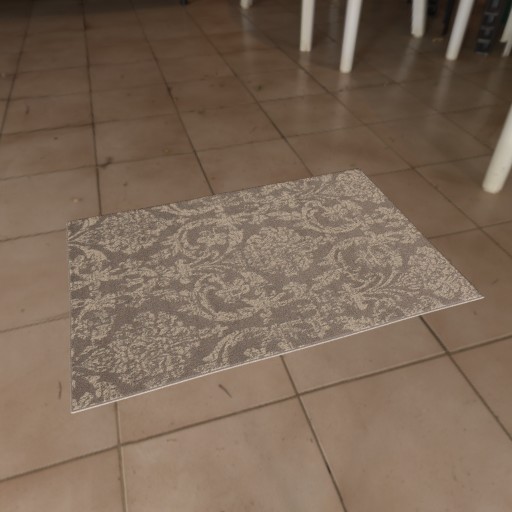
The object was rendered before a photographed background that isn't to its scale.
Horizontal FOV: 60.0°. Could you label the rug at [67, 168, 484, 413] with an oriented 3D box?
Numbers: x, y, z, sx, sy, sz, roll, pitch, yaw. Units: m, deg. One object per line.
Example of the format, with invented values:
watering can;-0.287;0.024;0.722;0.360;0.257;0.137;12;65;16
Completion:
rug;0.000;0.000;2.258;1.824;0.012;1.206;-13;43;-14
